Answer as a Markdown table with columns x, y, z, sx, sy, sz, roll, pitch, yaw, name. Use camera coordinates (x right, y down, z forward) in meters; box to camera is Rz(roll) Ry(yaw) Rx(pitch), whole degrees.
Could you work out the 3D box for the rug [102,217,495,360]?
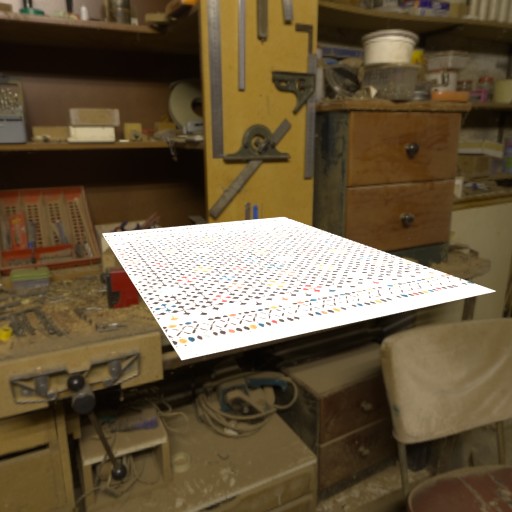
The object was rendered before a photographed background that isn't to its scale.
| x | y | z | sx | sy | sz | roll | pitch | yaw | name |
| --- | --- | --- | --- | --- | --- | --- | --- | --- | --- |
| 0.000 | 0.000 | 4.133 | 2.354 | 0.007 | 3.196 | -7 | 17 | -24 | rug |
